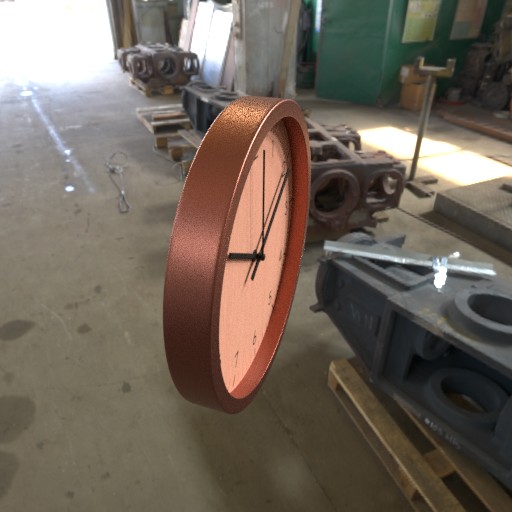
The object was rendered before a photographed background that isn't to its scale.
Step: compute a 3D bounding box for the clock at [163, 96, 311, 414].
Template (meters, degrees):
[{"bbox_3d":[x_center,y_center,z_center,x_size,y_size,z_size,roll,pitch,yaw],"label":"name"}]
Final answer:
[{"bbox_3d":[0.000,0.000,0.463,0.040,0.313,0.313,11,34,16],"label":"clock"}]
